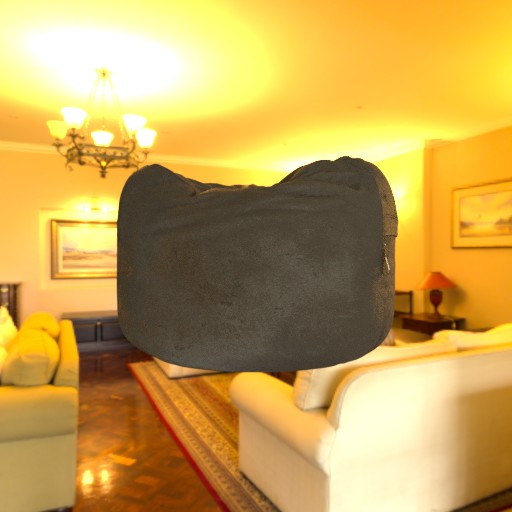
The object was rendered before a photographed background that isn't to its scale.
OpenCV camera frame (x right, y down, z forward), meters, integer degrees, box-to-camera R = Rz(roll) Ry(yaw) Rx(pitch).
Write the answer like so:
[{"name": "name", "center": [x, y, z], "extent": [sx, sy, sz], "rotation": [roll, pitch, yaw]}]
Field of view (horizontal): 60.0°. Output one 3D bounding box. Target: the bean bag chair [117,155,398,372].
[{"name": "bean bag chair", "center": [0.000, 0.000, 1.501], "extent": [0.918, 0.605, 0.918], "rotation": [0, 0, 0]}]
